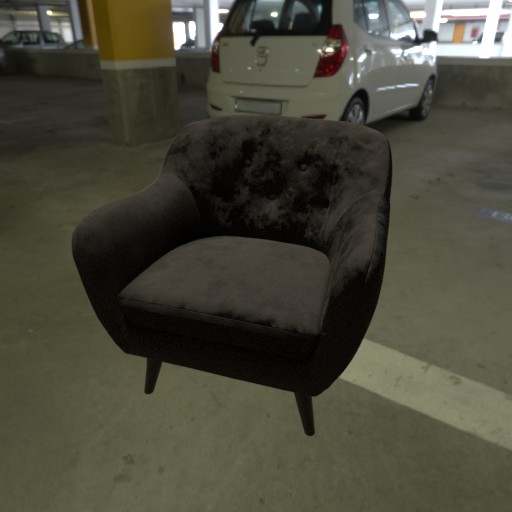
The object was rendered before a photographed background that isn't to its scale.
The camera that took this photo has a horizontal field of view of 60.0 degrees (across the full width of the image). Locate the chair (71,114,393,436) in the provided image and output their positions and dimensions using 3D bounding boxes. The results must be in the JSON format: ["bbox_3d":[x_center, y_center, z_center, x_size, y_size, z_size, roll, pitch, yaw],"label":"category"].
[{"bbox_3d":[0.000,0.000,1.498,0.840,0.807,0.819,8,27,16],"label":"chair"}]
